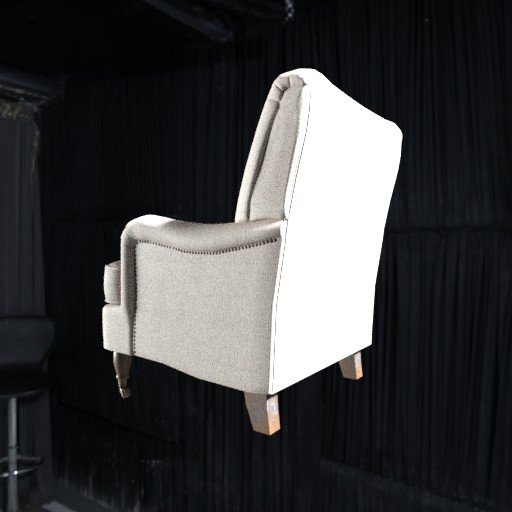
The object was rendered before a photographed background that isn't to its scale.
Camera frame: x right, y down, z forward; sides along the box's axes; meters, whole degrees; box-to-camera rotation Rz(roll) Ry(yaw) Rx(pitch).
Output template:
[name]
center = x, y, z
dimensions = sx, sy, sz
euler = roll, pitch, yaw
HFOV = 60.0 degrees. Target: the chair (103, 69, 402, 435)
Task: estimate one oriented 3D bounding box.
[chair]
center = 0.000, 0.000, 1.829
dimensions = 0.953, 1.119, 0.879
euler = 1, 2, 35
